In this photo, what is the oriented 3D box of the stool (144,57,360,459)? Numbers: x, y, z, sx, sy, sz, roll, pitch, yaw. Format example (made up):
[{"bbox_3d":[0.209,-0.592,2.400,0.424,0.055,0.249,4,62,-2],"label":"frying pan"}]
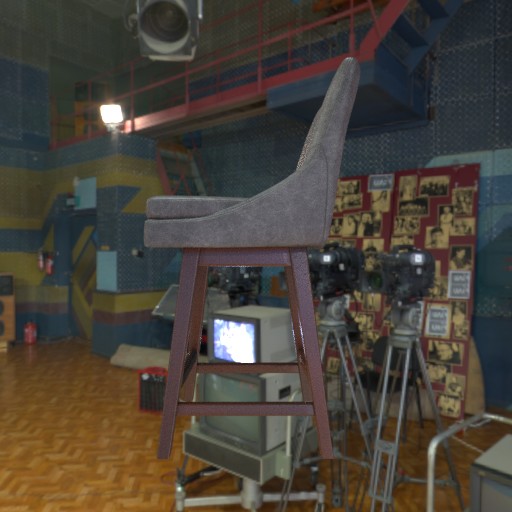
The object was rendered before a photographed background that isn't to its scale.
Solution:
[{"bbox_3d":[0.000,0.000,1.379,0.587,1.046,0.492,0,1,0],"label":"stool"}]
